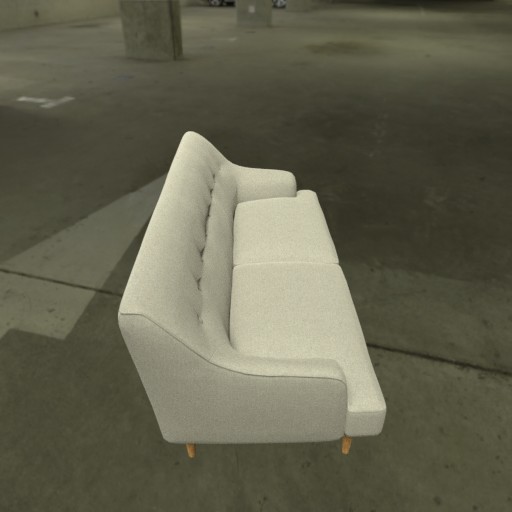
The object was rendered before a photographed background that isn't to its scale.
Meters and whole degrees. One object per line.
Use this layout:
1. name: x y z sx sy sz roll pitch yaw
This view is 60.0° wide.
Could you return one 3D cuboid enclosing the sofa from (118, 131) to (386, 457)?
1. sofa: 0.000 0.000 2.502 0.978 0.871 2.057 -1 32 -1
